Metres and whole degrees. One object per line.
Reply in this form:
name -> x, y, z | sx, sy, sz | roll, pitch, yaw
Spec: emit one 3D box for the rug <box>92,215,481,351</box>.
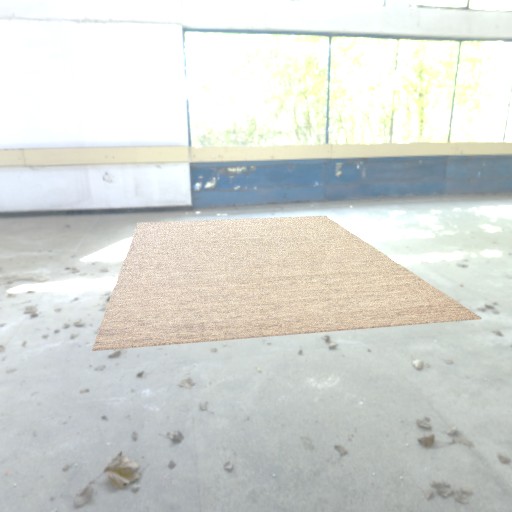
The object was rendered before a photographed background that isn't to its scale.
rug -> 0.000, 0.000, 4.210 | 2.448, 0.013, 3.205 | -3, 18, -9
